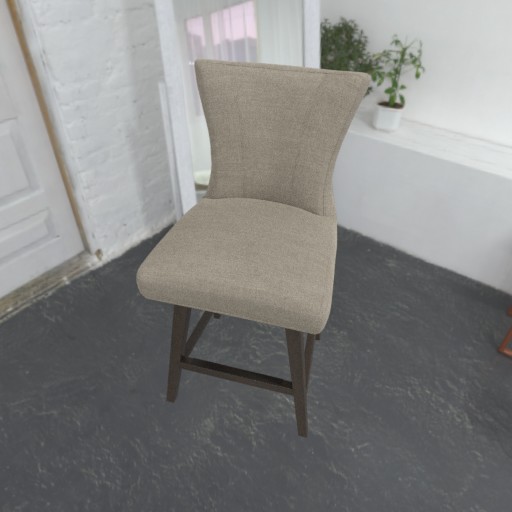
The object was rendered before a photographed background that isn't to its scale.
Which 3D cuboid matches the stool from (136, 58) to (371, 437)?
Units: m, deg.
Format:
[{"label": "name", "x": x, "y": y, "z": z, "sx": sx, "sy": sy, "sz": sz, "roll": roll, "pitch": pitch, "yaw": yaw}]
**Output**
[{"label": "stool", "x": 0.000, "y": 0.000, "z": 1.373, "sx": 0.514, "sy": 1.000, "sz": 0.574, "roll": 10, "pitch": 41, "yaw": 12}]
